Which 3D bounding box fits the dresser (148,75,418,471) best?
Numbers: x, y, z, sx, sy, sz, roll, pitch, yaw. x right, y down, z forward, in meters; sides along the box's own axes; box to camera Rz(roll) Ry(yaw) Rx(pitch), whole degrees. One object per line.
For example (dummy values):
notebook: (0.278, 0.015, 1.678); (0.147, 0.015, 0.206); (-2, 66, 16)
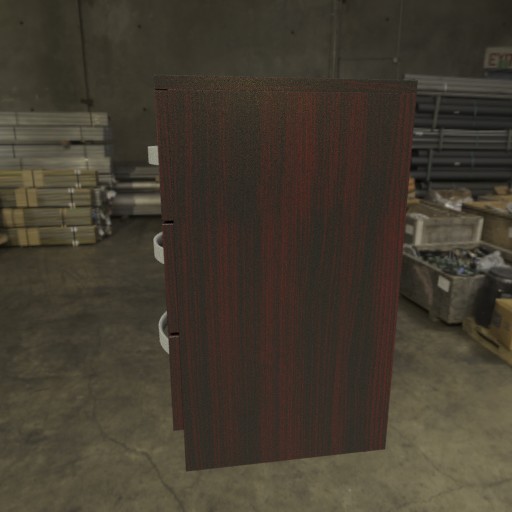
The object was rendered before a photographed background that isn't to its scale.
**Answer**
dresser: (0.000, 0.000, 0.808); (0.360, 0.560, 0.400); (-2, 15, -9)
